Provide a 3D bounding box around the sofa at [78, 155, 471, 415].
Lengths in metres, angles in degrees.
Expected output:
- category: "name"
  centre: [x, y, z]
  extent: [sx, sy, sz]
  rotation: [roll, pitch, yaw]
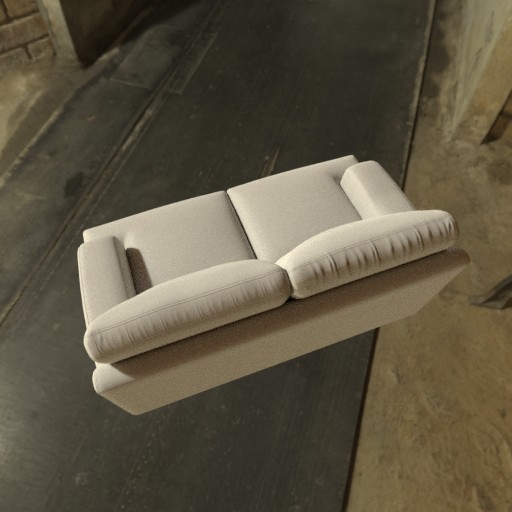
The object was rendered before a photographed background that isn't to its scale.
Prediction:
- category: "sofa"
  centre: [0.000, 0.000, 2.489]
  extent: [1.880, 0.940, 1.143]
  rotation: [-17, 60, -11]
